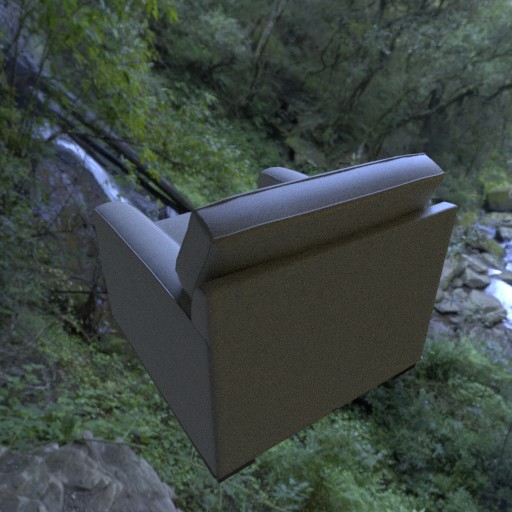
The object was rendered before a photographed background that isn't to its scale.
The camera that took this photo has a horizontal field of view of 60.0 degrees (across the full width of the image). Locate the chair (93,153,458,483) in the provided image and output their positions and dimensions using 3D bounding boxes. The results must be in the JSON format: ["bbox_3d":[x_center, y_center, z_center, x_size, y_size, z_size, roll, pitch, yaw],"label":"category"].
[{"bbox_3d":[0.000,0.000,1.798,0.998,0.913,1.043,-18,34,-29],"label":"chair"}]
